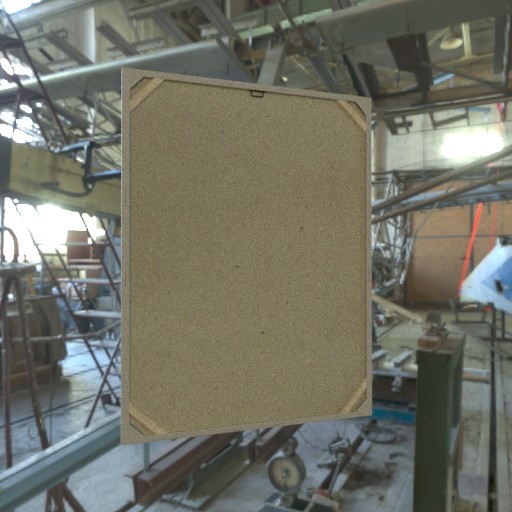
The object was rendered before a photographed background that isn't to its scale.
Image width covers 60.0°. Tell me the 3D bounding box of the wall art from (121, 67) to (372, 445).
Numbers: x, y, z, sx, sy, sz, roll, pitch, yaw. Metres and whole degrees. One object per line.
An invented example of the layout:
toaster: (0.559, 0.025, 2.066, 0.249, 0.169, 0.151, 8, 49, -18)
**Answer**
wall art: (0.000, 0.000, 1.573, 0.914, 1.212, 0.038, 0, 0, -17)
